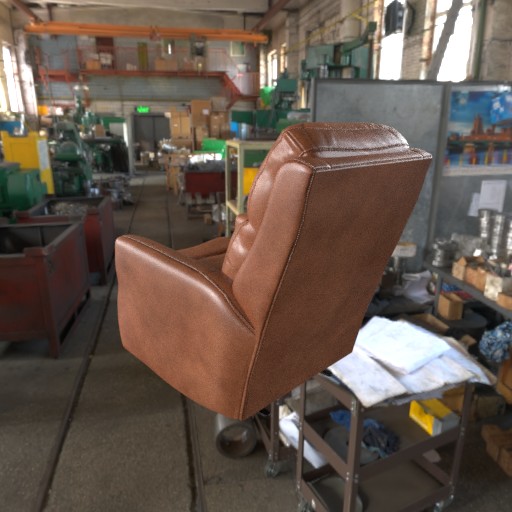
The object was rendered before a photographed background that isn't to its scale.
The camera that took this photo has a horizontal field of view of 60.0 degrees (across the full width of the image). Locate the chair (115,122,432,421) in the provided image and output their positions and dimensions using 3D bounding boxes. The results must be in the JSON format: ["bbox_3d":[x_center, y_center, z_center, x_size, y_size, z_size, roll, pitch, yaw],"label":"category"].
[{"bbox_3d":[0.000,0.000,1.768,1.072,1.016,0.821,16,22,43],"label":"chair"}]
